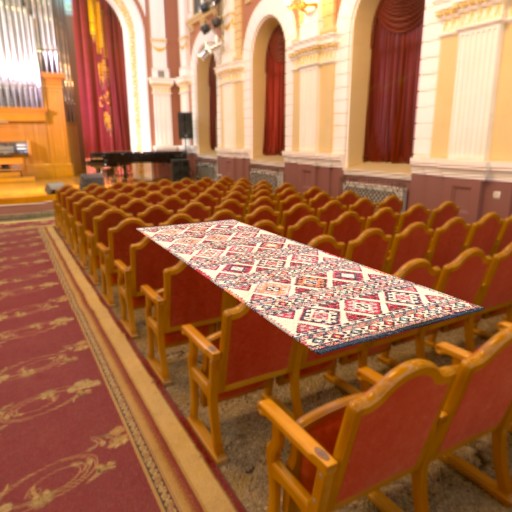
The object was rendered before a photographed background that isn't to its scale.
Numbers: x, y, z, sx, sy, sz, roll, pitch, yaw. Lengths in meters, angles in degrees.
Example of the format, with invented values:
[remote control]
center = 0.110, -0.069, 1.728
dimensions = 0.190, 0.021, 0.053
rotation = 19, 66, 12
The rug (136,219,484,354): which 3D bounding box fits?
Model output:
[rug]
center = 0.000, 0.000, 2.600
dimensions = 0.832, 0.008, 2.362
rotation = -8, 17, -28
